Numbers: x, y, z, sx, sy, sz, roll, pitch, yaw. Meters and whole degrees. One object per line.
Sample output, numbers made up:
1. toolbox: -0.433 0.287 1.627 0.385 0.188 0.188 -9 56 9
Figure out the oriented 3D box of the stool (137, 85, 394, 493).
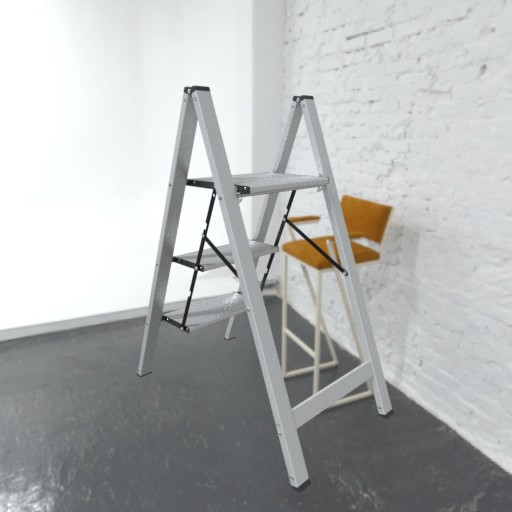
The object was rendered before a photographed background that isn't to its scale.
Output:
1. stool: 0.000 0.000 1.294 0.441 0.902 0.730 -15 21 -42
